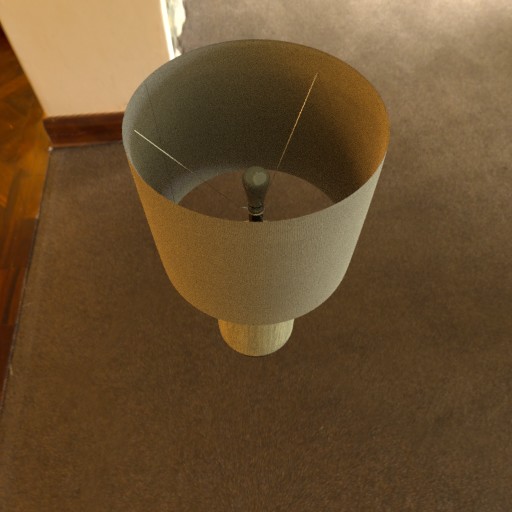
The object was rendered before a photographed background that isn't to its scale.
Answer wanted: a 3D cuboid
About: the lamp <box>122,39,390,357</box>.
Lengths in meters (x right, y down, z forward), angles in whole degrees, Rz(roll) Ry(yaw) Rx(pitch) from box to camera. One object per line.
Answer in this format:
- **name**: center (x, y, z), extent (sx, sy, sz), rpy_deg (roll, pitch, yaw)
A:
- **lamp**: center (0.000, 0.000, 0.565), extent (0.228, 0.444, 0.228), rpy_deg (30, 62, 17)
